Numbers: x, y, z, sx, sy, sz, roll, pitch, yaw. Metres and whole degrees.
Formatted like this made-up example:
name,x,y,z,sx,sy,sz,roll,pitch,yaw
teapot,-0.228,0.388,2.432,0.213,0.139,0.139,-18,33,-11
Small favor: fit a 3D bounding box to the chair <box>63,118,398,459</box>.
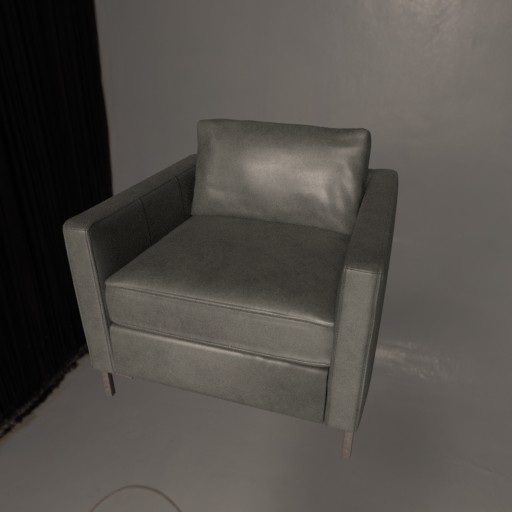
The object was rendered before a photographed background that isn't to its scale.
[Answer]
name,x,y,z,sx,sy,sz,roll,pitch,yaw
chair,0.000,0.000,1.499,0.967,0.824,0.861,8,28,16
